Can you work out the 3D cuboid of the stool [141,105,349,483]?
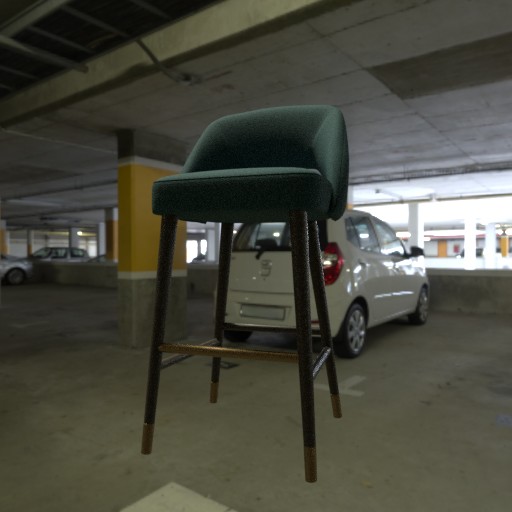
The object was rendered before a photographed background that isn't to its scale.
[{"bbox_3d":[0.000,0.000,1.321,0.536,1.032,0.522,0,0,19],"label":"stool"}]
